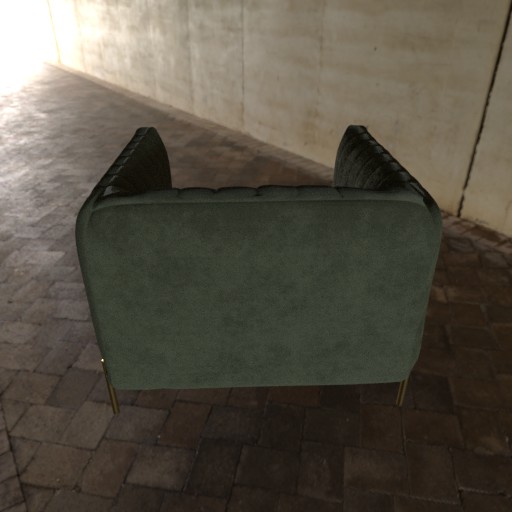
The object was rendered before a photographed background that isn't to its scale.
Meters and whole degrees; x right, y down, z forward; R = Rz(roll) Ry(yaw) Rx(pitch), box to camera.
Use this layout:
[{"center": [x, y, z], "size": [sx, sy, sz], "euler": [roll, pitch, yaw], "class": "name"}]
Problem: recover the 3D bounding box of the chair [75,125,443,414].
[{"center": [0.000, 0.000, 1.652], "size": [1.032, 0.794, 0.877], "euler": [-1, 30, -2], "class": "chair"}]
